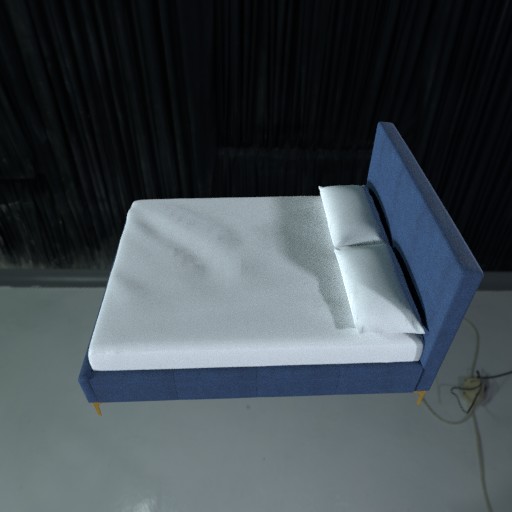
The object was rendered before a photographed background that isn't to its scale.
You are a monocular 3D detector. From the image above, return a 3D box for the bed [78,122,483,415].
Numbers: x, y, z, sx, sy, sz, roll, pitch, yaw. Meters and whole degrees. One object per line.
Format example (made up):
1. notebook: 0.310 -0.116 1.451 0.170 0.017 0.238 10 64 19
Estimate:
1. bed: 0.000 0.000 3.150 2.172 1.231 1.723 -1 42 -2
